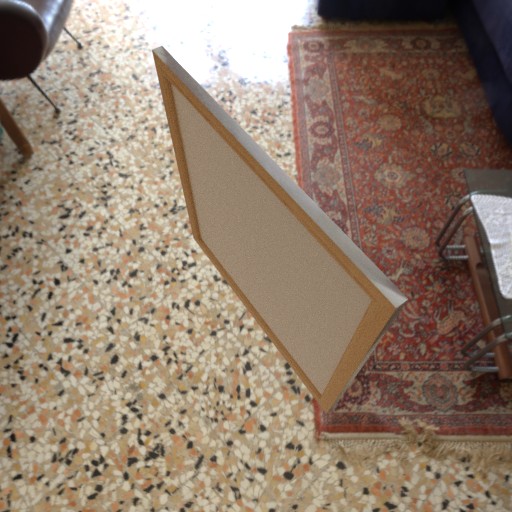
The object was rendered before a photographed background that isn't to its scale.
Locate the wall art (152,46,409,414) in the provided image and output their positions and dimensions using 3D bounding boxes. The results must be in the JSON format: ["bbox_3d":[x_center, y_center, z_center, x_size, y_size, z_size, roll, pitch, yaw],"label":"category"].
[{"bbox_3d":[0.000,0.000,1.151,0.027,0.762,0.762,-31,64,-17],"label":"wall art"}]
